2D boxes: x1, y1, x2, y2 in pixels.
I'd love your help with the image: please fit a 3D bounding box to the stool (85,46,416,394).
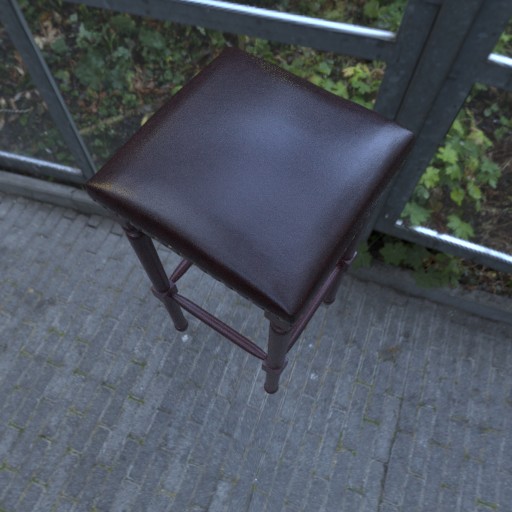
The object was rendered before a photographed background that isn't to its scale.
[{"bbox_3d":[0.000,0.000,0.991,0.382,0.768,0.383,31,67,15],"label":"stool"}]
